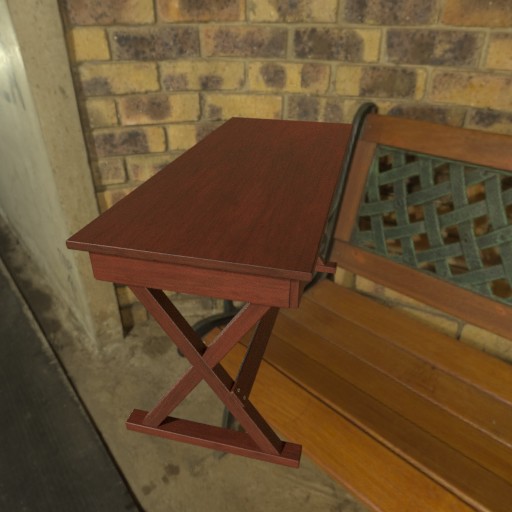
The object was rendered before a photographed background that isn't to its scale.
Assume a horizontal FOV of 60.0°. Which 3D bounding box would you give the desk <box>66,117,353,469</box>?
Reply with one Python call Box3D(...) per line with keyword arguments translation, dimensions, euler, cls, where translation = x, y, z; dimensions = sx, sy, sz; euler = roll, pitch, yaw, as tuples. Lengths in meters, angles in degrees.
Box3D(translation=(0.000, 0.000, 1.768), dimensions=(0.600, 0.761, 1.372), euler=(7, 31, 12), cls="desk")
